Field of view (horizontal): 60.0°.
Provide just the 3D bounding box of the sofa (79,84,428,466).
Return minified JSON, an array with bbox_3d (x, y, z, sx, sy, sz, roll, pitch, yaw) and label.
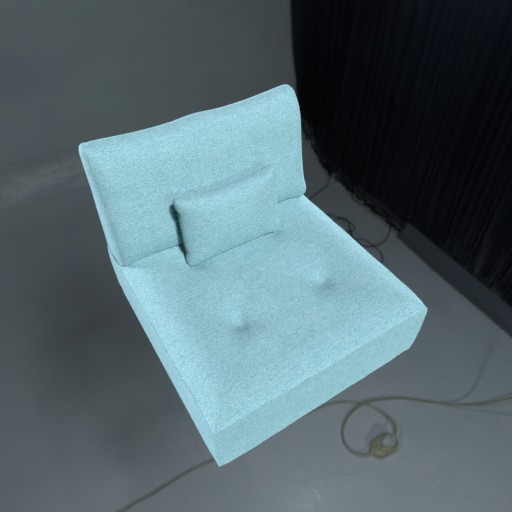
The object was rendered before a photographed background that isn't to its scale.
[{"bbox_3d":[0.000,0.000,1.729,0.930,0.820,1.000,-24,51,-22],"label":"sofa"}]
